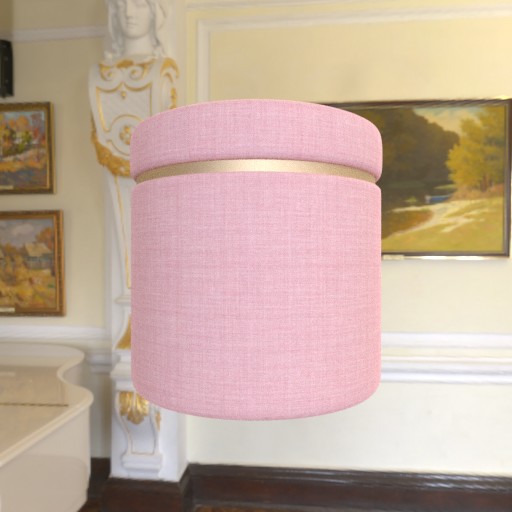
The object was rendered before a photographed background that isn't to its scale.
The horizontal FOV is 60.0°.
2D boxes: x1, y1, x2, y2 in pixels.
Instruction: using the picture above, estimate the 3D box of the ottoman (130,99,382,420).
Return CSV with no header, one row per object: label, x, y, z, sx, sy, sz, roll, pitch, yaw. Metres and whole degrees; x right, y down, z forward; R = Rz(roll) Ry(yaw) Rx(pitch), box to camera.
ottoman,0.000,0.000,0.729,0.400,0.406,0.400,0,0,0
